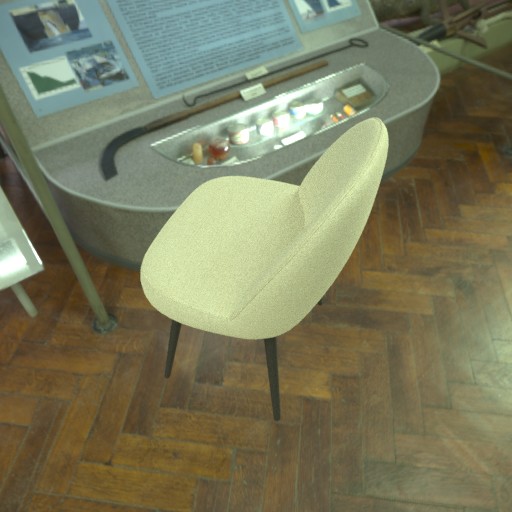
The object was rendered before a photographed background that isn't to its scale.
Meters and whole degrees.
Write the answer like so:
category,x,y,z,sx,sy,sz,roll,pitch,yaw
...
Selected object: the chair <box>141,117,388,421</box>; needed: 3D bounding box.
category,x,y,z,sx,sy,sz,roll,pitch,yaw
chair,0.000,0.000,1.204,0.540,0.838,0.532,16,50,15
